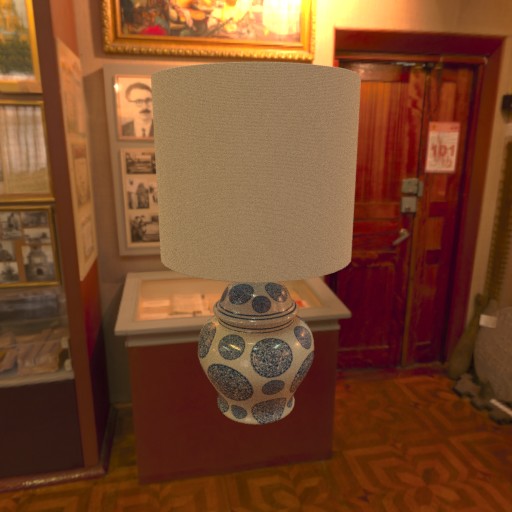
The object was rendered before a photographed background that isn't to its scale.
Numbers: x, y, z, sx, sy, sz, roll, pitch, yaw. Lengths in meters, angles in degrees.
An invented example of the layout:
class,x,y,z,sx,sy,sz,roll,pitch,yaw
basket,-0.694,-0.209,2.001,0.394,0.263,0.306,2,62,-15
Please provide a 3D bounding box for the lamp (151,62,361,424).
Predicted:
class,x,y,z,sx,sy,sz,roll,pitch,yaw
lamp,0.000,0.000,0.511,0.215,0.381,0.215,-2,15,-9
